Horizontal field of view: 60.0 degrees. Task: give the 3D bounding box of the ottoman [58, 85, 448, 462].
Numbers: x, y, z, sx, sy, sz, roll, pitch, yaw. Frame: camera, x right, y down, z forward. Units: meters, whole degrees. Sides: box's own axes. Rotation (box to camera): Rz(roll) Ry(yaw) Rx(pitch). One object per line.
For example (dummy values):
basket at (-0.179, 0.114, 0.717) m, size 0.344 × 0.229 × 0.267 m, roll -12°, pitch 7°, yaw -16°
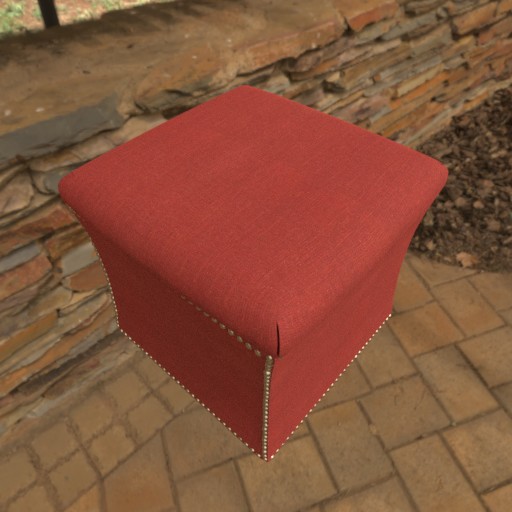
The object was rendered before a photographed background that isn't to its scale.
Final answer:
ottoman at (0.000, 0.000, 0.901) m, size 0.507 × 0.475 × 0.497 m, roll 33°, pitch 54°, yaw 27°
